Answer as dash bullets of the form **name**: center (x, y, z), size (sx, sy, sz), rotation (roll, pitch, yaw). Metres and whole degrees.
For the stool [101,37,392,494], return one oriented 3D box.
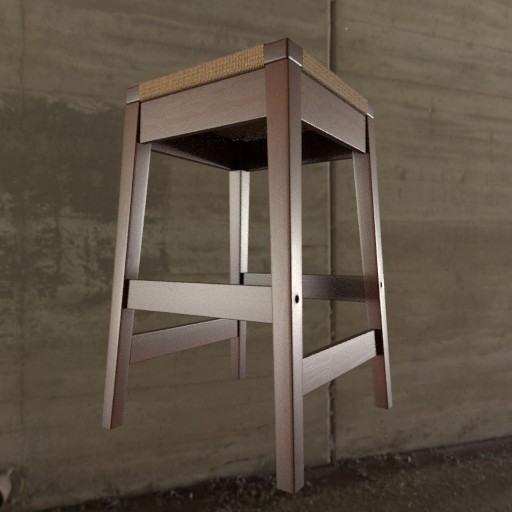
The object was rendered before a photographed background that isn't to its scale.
- **stool**: center (0.000, 0.000, 1.059), size (0.497, 0.762, 0.507), rotation (0, 0, 34)
